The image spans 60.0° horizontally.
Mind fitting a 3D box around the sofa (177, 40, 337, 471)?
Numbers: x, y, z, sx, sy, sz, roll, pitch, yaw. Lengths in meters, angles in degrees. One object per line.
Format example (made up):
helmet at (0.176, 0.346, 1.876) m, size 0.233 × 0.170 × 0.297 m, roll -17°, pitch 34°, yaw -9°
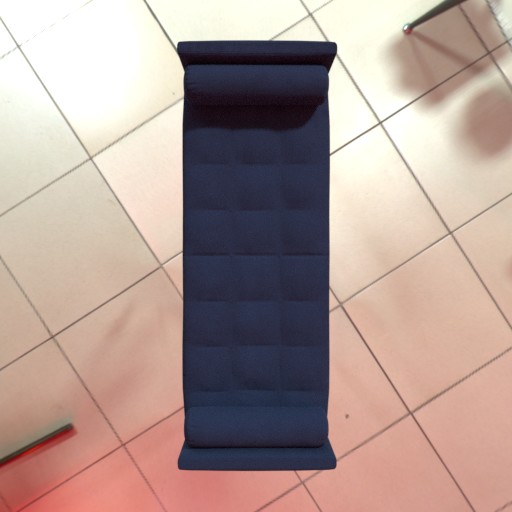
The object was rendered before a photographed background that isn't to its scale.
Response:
sofa at (0.000, 0.000, 2.459) m, size 0.797 × 0.657 × 2.102 m, roll 0°, pitch 90°, yaw 0°
